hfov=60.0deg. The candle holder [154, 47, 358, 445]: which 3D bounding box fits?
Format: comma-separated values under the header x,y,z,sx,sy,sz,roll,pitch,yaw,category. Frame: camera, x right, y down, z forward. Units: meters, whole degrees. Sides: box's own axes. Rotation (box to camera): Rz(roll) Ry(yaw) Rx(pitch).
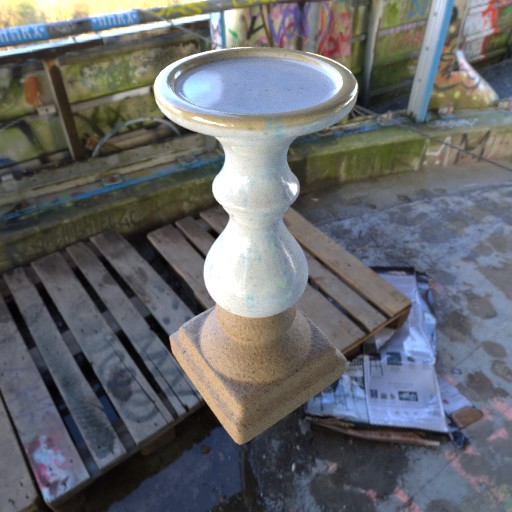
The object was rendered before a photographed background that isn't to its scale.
x,y,z,sx,sy,sz,roll,pitch,yaw,category
0.000,0.000,0.300,0.110,0.239,0.110,-26,47,-26,candle holder
